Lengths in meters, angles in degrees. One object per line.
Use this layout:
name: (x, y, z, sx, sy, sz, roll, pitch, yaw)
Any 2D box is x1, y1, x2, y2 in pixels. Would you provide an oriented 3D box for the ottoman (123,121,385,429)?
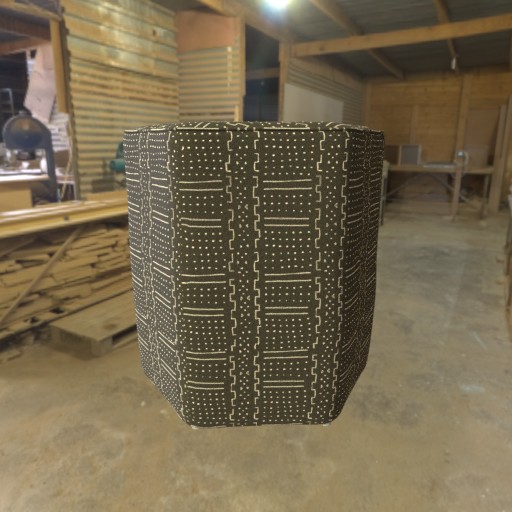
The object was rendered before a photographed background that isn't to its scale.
ottoman: (0.000, 0.000, 0.887, 0.443, 0.502, 0.494, 7, 16, 26)
